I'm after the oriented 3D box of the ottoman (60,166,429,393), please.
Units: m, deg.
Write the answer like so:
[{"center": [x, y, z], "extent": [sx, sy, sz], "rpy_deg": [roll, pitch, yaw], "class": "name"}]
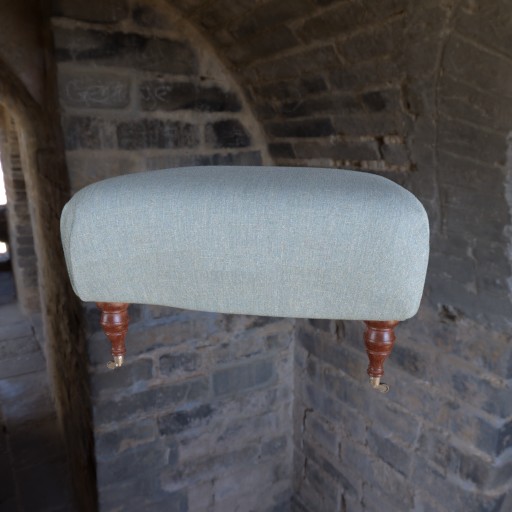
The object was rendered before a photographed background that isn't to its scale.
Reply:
[{"center": [0.000, 0.000, 1.134], "extent": [0.747, 0.450, 0.622], "rpy_deg": [2, 13, 9], "class": "ottoman"}]
